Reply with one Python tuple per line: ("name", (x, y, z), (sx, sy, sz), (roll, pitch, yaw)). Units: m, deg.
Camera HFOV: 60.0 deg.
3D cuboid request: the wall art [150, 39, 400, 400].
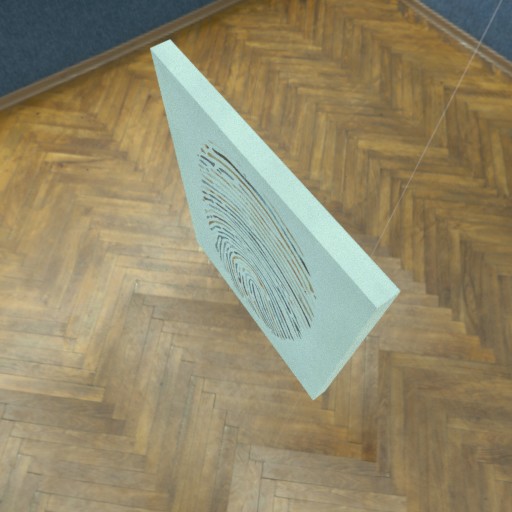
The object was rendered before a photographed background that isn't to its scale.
("wall art", (0.000, 0.000, 0.849), (0.037, 0.606, 0.508), (-32, 67, -15))
